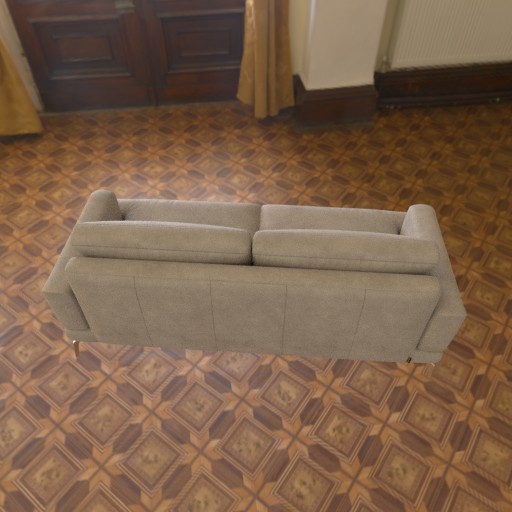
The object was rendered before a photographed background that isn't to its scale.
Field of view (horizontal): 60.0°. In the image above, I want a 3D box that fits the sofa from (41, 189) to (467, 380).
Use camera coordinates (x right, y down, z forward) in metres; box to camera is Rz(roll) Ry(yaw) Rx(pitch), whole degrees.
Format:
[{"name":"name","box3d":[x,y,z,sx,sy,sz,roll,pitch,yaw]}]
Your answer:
[{"name":"sofa","box3d":[0.000,0.000,2.480,2.013,0.830,0.980,3,47,3]}]
